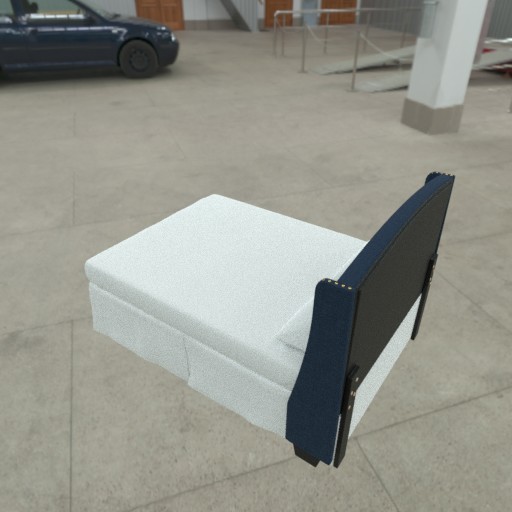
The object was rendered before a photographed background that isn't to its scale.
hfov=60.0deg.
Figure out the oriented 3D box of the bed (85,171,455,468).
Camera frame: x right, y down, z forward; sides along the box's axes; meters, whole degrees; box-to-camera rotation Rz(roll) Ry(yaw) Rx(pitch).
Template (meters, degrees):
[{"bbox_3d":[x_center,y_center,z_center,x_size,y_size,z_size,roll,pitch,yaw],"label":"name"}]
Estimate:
[{"bbox_3d":[0.000,0.000,3.274,2.223,1.402,1.604,21,38,29],"label":"bed"}]
